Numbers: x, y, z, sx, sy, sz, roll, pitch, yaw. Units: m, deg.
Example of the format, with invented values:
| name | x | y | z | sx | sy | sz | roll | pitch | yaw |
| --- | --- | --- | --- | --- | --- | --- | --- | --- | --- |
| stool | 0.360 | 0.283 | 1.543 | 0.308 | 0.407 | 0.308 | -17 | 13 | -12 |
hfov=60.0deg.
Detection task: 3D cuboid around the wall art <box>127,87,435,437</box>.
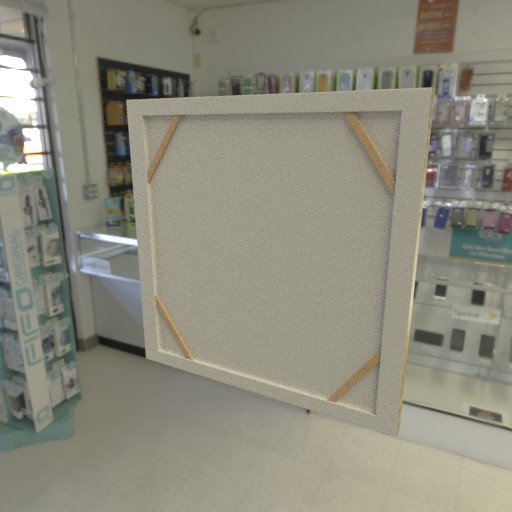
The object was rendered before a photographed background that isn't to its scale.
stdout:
| name | x | y | z | sx | sy | sz | roll | pitch | yaw |
| --- | --- | --- | --- | --- | --- | --- | --- | --- | --- |
| wall art | 0.000 | 0.000 | 1.596 | 1.092 | 1.091 | 0.051 | 9 | 18 | 28 |
